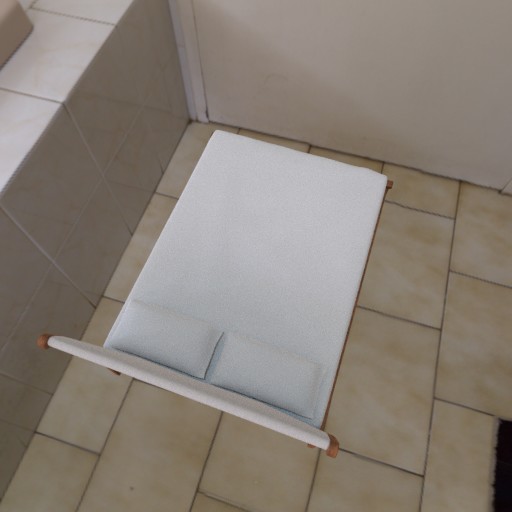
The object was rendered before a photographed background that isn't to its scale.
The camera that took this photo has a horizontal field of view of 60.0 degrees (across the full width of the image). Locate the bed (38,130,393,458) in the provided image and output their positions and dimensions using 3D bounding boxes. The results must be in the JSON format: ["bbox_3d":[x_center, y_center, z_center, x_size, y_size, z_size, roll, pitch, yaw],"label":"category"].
[{"bbox_3d":[0.000,0.000,2.916,1.502,1.135,2.108,18,64,9],"label":"bed"}]
